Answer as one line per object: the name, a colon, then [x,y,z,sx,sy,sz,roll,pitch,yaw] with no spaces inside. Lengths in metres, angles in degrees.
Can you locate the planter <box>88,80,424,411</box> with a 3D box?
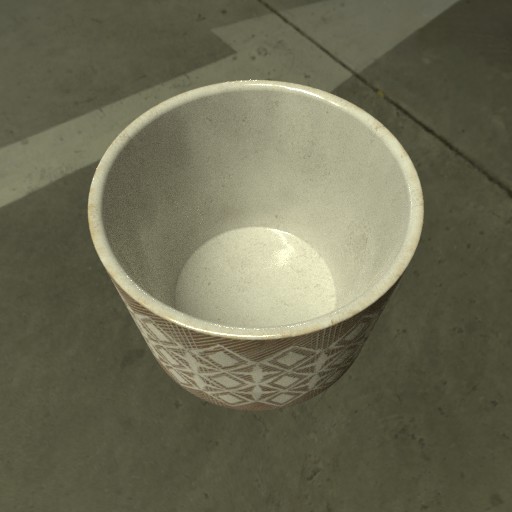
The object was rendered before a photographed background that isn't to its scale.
planter: [0.000,0.000,0.213,0.126,0.104,0.126,0,57,0]
